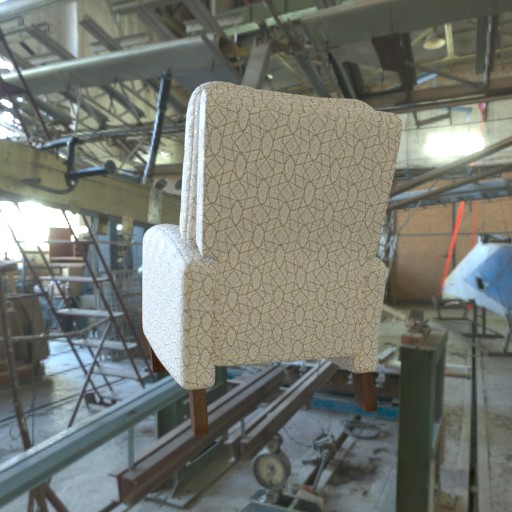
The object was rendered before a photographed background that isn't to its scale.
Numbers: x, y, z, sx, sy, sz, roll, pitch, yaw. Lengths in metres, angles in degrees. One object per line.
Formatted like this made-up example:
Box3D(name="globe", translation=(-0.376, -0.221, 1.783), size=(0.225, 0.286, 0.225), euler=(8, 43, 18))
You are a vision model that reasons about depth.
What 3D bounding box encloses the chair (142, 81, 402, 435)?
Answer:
Box3D(name="chair", translation=(0.000, 0.000, 1.751), size=(0.796, 1.064, 0.995), euler=(0, 0, -19))
